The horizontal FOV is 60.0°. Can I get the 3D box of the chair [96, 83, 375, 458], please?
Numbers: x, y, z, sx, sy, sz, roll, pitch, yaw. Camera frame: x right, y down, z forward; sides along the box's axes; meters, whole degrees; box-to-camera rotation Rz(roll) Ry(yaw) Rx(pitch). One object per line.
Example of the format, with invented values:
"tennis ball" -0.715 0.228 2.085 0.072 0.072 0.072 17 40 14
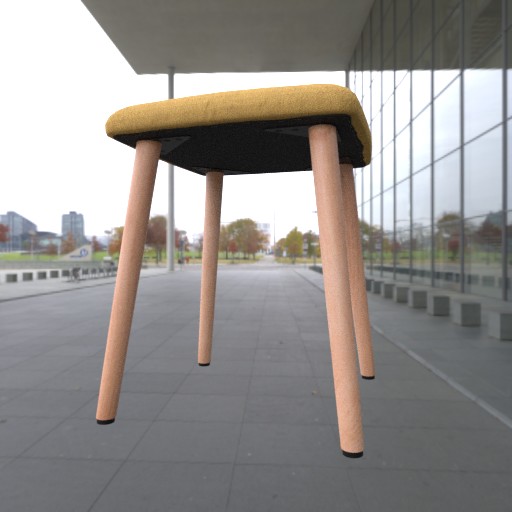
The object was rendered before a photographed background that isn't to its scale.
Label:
"chair" 0.000 0.000 0.694 0.350 0.440 0.350 0 0 17
